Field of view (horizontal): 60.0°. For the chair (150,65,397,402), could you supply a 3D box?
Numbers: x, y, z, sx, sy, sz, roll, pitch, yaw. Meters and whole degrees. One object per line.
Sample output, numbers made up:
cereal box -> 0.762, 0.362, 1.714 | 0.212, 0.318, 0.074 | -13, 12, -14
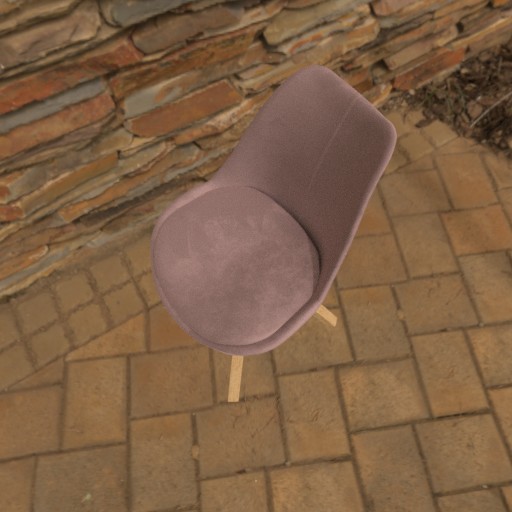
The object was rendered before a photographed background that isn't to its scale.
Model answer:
chair -> 0.000, 0.000, 1.203 | 0.550, 0.850, 0.485 | -34, 68, -16
